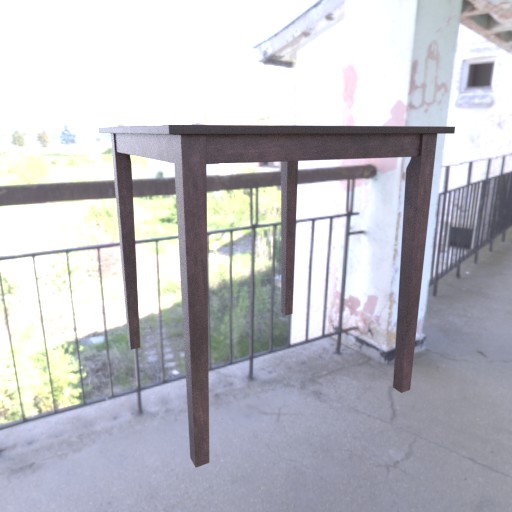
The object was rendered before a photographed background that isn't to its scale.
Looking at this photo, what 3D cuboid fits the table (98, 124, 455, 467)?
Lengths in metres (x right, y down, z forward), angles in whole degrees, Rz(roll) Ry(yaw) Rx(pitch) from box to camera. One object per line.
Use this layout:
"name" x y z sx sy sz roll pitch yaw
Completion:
"table" 0.000 0.000 1.379 0.749 0.770 0.749 -8 18 -27
